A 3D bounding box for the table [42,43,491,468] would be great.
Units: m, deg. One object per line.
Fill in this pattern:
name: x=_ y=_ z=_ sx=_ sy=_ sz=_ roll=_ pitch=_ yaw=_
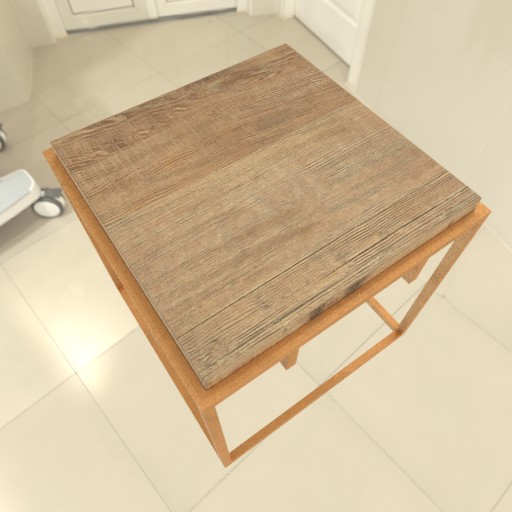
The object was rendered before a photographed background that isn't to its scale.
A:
table: x=0.000 y=0.000 z=1.043 sx=0.599 sy=0.584 sz=0.599 roll=-30 pitch=62 yaw=-18
